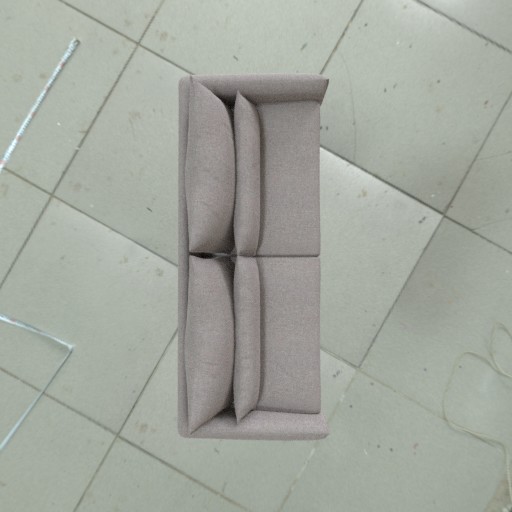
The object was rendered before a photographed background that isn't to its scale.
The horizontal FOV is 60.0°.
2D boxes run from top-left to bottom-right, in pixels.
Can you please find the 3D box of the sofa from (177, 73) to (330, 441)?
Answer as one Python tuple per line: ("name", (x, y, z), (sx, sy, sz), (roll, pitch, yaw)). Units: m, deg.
("sofa", (0.000, 0.000, 2.499), (0.809, 0.833, 2.022), (0, 89, 1))
